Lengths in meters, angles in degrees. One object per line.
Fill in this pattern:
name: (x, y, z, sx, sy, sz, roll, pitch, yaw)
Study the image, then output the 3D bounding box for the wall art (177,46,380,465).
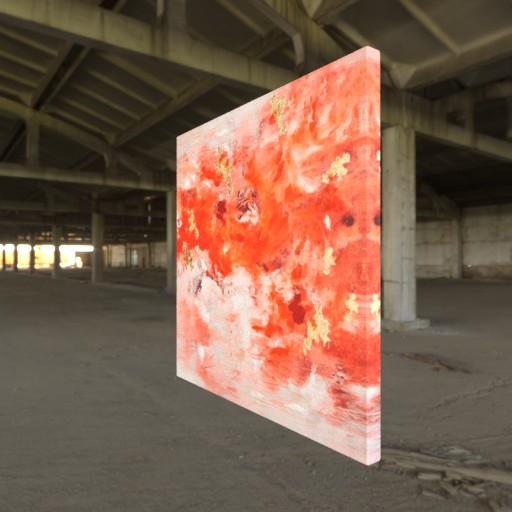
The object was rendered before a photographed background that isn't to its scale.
wall art: (0.000, 0.000, 1.102, 0.064, 0.746, 0.747, 0, 0, -37)
